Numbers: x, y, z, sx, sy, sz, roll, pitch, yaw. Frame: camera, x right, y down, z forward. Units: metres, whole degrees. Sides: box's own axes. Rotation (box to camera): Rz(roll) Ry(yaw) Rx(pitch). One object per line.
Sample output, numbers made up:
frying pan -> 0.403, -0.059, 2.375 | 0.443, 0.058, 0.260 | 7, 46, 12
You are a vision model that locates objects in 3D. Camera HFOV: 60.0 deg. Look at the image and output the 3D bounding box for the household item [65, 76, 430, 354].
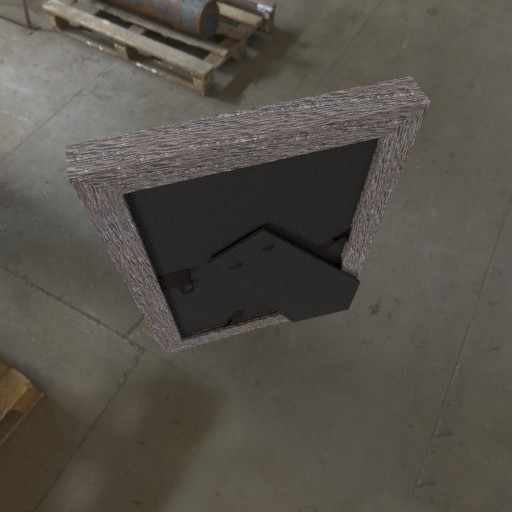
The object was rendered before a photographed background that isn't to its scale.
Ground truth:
household item -> 0.000, 0.000, 0.236 | 0.133, 0.180, 0.020 | -14, 60, -8
